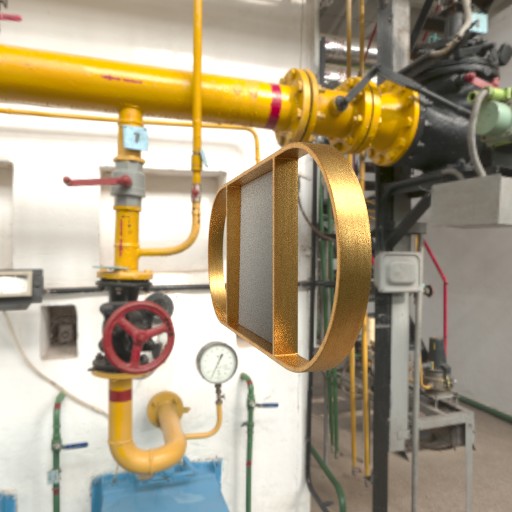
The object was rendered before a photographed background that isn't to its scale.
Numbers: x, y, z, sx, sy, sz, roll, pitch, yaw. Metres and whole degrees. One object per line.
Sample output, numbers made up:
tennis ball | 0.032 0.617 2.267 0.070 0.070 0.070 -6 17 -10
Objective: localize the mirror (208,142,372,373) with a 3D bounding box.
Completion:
mirror | 0.000 0.000 0.662 0.032 0.254 0.584 0 1 -17
